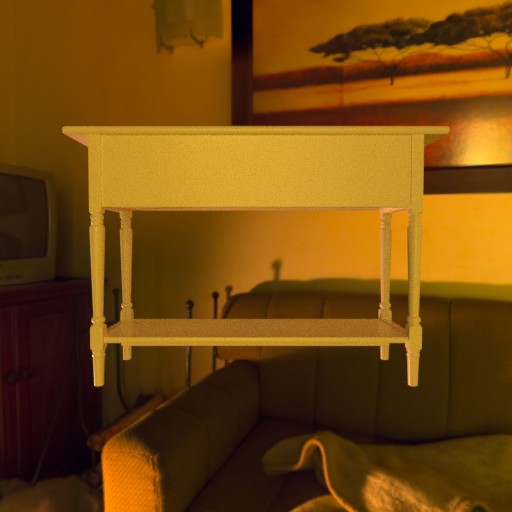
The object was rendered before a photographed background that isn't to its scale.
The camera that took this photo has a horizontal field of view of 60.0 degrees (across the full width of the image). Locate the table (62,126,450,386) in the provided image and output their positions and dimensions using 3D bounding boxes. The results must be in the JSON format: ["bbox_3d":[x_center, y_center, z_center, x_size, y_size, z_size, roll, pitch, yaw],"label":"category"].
[{"bbox_3d":[0.000,0.000,1.566,1.191,0.814,0.386,0,2,0],"label":"table"}]
